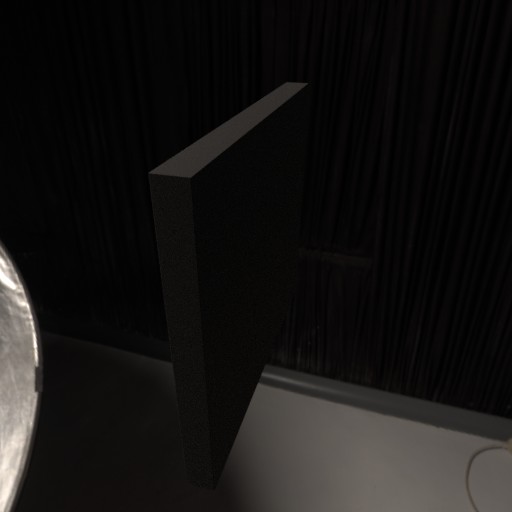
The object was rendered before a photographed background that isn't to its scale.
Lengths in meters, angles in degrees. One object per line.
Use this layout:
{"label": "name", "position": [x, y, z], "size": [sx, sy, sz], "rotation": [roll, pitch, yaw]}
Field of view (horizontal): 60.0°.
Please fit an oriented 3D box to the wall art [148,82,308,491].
{"label": "wall art", "position": [0.000, 0.000, 0.524], "size": [0.031, 0.330, 0.381], "rotation": [9, 31, 15]}
